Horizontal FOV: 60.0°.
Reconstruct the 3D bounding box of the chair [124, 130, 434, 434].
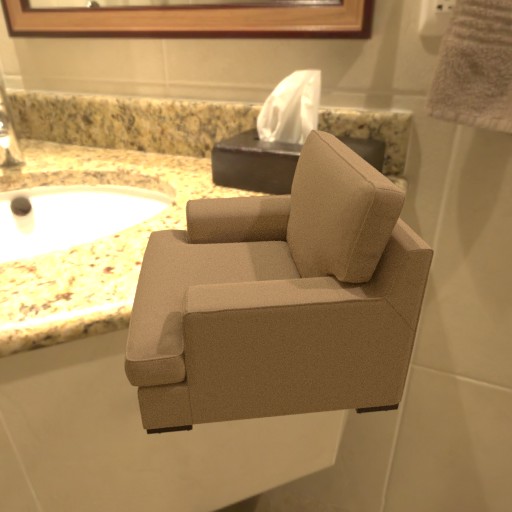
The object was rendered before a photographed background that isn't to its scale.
[{"bbox_3d":[0.000,0.000,2.150,1.274,1.005,1.293,-7,28,-13],"label":"chair"}]
